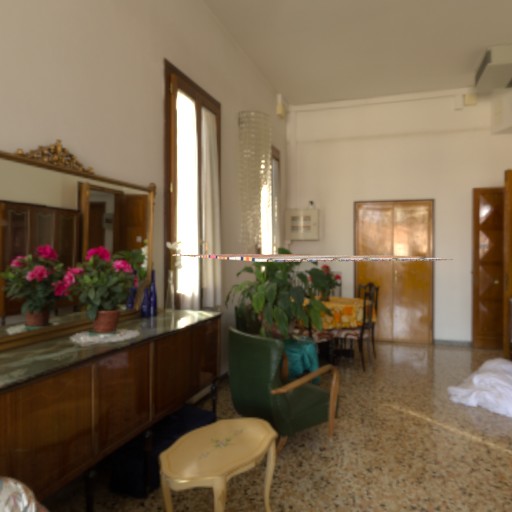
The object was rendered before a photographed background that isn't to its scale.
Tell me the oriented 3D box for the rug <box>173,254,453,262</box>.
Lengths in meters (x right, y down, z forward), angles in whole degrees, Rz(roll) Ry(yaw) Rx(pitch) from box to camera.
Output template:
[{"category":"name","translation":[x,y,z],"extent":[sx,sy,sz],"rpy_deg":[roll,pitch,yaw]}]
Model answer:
[{"category":"rug","translation":[0.000,0.000,2.601],"extent":[0.695,0.017,2.455],"rpy_deg":[0,1,-18]}]
